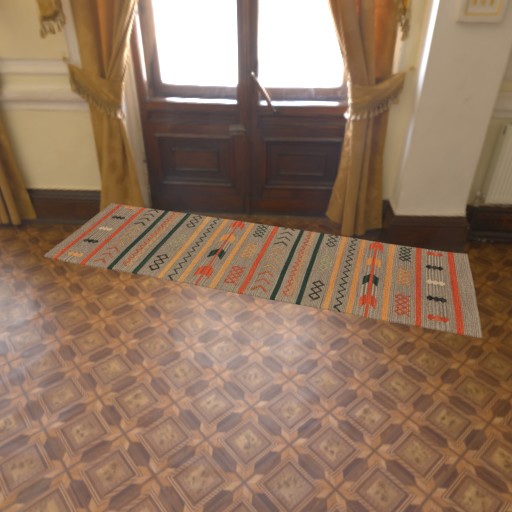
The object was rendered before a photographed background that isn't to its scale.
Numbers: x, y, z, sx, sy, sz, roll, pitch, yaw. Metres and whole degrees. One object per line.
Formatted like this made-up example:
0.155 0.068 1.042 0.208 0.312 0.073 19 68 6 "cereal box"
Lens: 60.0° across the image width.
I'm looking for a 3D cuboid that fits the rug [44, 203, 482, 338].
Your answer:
0.000 0.000 2.634 2.419 0.022 0.744 9 34 14 "rug"
